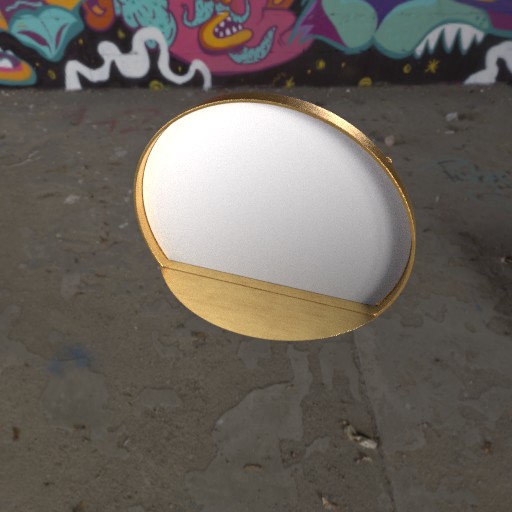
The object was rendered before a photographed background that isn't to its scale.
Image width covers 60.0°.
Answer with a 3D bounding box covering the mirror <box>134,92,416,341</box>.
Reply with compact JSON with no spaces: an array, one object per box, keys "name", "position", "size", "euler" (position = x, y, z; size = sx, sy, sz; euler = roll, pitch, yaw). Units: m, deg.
[{"name":"mirror","position":[0.000,0.000,0.681],"size":[0.457,0.457,0.133],"euler":[12,43,13]}]
